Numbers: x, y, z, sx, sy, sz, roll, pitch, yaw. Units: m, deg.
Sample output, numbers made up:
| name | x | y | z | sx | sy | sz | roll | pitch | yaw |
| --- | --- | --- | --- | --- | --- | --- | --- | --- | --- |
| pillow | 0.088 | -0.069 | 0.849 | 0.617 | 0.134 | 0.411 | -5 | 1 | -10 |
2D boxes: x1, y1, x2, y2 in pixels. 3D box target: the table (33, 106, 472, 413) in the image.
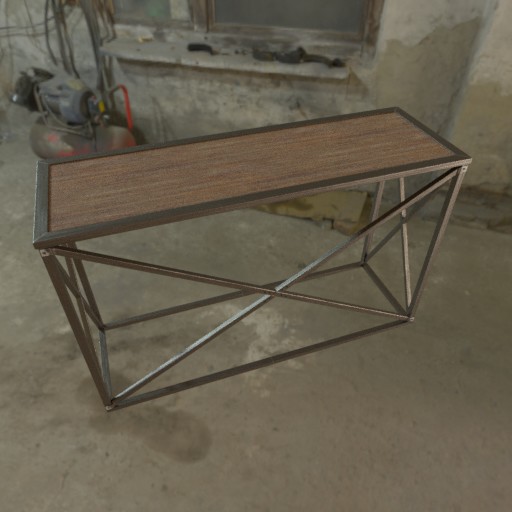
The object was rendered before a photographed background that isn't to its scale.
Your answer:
| name | x | y | z | sx | sy | sz | roll | pitch | yaw |
| --- | --- | --- | --- | --- | --- | --- | --- | --- | --- |
| table | 0.000 | 0.000 | 1.549 | 1.216 | 0.753 | 0.402 | -13 | 43 | -14 |
